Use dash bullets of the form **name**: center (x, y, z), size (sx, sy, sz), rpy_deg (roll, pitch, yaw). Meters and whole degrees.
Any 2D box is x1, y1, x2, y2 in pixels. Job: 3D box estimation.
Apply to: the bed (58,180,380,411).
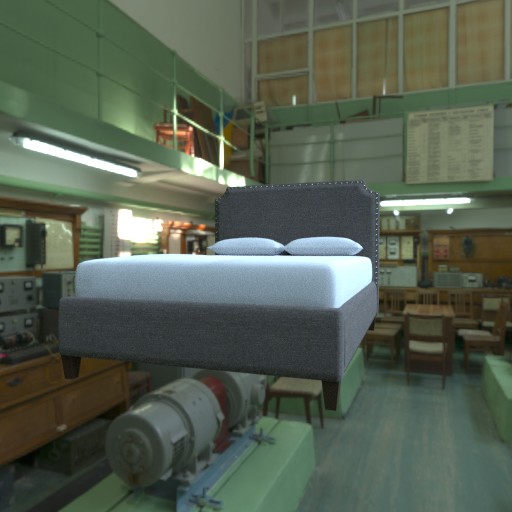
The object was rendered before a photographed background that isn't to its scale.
- **bed**: center (0.000, 0.000, 3.476), size (1.713, 1.457, 2.381), rpy_deg (0, 1, 19)
